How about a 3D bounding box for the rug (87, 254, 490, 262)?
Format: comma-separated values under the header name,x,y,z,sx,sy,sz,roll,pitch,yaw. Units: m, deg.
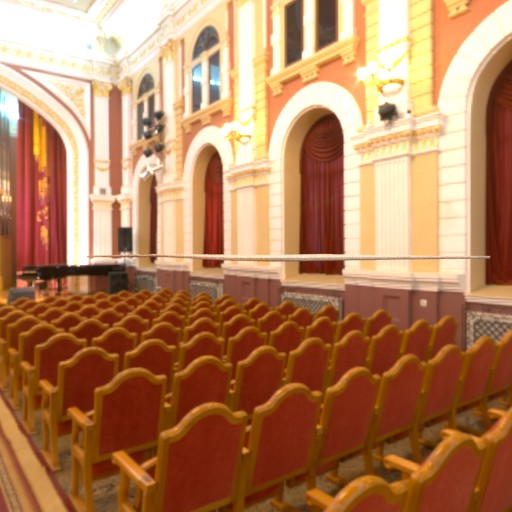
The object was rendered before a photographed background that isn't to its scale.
name,x,y,z,sx,sy,sz,roll,pitch,yaw
rug,0.000,0.000,2.979,1.574,0.029,2.346,0,0,-36
